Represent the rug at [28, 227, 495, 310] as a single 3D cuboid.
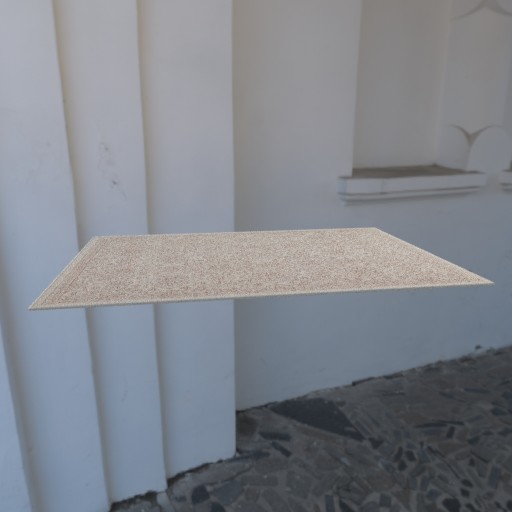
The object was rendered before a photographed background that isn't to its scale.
[{"bbox_3d":[0.000,0.000,2.284,1.829,0.010,1.219,-2,15,-9],"label":"rug"}]
